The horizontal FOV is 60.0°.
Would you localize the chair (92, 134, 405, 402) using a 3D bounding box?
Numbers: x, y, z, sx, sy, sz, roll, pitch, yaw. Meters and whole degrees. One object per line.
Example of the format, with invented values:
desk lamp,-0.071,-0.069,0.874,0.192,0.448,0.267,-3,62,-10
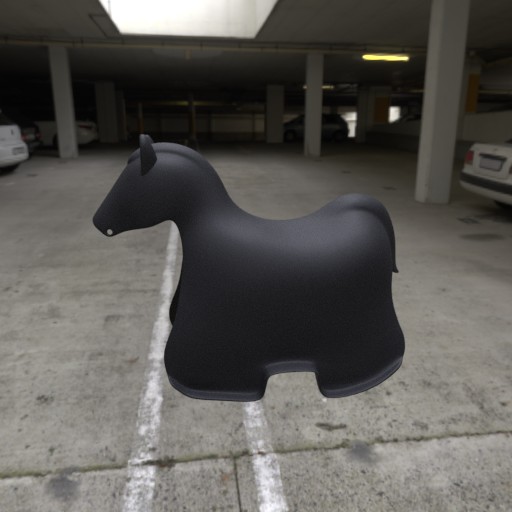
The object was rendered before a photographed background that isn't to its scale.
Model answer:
chair,0.000,0.000,1.162,0.800,0.612,0.429,-2,15,-8
